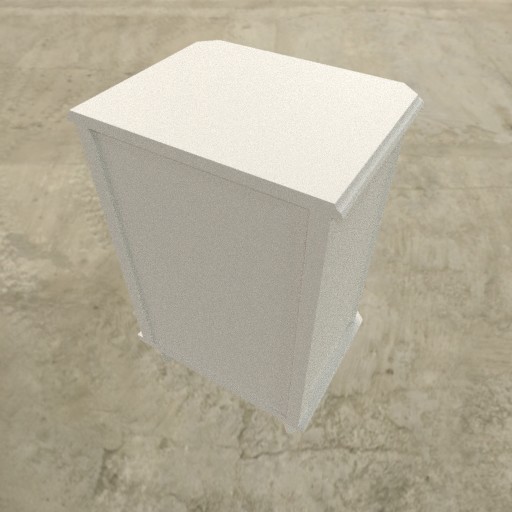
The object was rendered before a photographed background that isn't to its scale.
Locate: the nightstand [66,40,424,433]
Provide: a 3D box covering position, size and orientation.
[{"bbox_3d":[0.000,0.000,0.904,0.435,0.681,0.351,23,50,21],"label":"nightstand"}]
